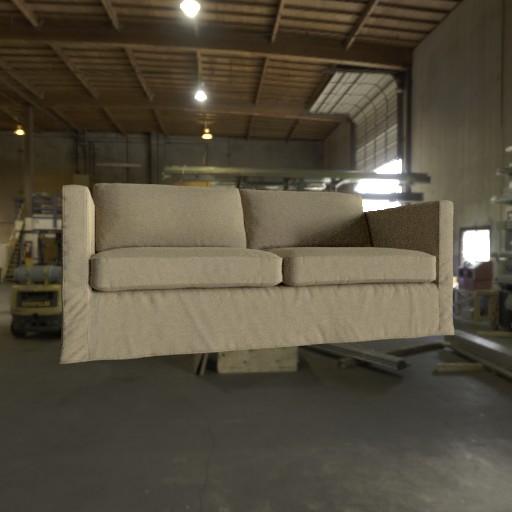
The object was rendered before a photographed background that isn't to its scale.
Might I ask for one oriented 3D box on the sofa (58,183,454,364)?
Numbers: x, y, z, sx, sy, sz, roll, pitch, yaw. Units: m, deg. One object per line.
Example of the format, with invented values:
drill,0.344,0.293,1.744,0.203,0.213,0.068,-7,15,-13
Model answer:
sofa,0.000,0.000,2.480,1.959,0.835,0.962,0,1,-18
